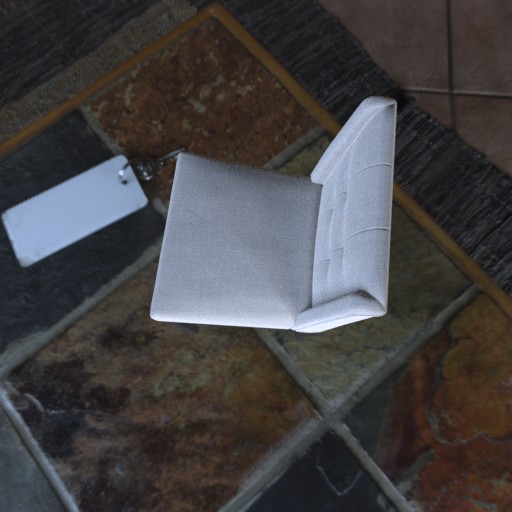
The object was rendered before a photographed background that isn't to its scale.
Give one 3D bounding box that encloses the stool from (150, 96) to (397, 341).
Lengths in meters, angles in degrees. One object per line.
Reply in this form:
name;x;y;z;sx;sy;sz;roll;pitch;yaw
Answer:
stool;0.000;0.000;1.354;0.509;1.116;0.474;7;76;2
